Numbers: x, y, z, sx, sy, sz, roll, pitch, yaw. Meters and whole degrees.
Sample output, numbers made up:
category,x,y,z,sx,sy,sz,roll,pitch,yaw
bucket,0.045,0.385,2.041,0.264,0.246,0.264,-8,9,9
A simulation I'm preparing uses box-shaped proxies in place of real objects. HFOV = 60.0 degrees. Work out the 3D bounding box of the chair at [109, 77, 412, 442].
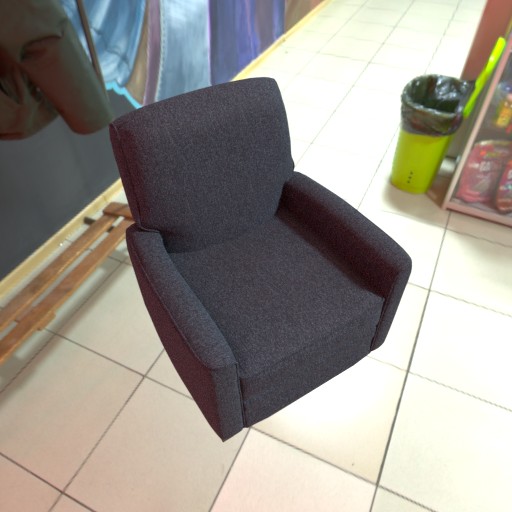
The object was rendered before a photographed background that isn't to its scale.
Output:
category,x,y,z,sx,sy,sz,roll,pitch,yaw
chair,0.000,0.000,1.681,0.839,1.016,0.850,-24,51,-21
